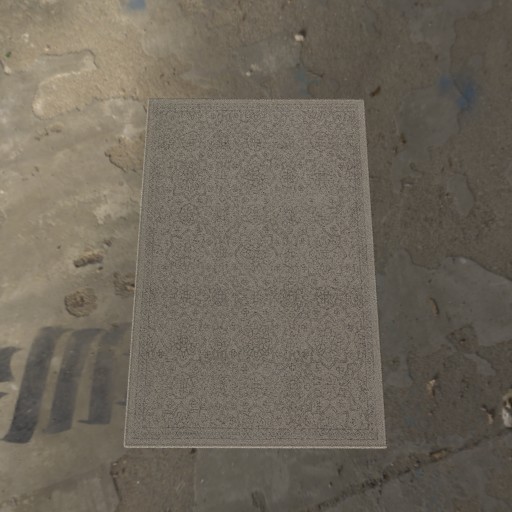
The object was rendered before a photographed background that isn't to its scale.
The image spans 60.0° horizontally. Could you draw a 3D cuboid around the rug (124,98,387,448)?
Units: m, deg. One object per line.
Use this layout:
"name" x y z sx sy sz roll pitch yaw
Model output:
"rug" 0.000 0.000 2.273 1.219 0.010 1.829 0 76 0
